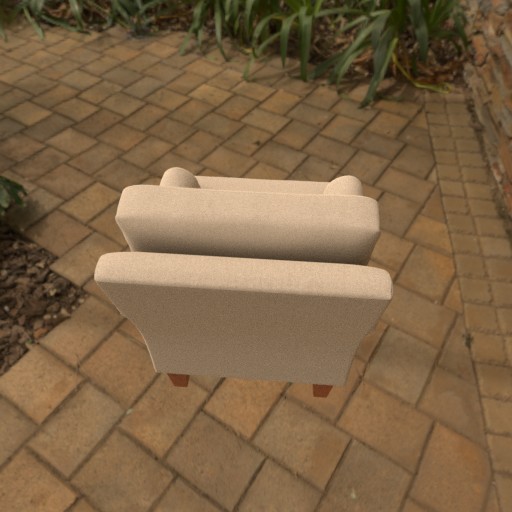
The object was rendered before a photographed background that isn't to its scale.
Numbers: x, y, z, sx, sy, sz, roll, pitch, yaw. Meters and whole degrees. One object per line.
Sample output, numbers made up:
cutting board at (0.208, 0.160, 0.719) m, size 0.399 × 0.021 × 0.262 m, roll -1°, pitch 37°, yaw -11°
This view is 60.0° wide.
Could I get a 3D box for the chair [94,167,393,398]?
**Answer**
chair at (0.000, 0.000, 1.887) m, size 0.895 × 1.076 × 1.078 m, roll 3°, pitch 47°, yaw 3°
